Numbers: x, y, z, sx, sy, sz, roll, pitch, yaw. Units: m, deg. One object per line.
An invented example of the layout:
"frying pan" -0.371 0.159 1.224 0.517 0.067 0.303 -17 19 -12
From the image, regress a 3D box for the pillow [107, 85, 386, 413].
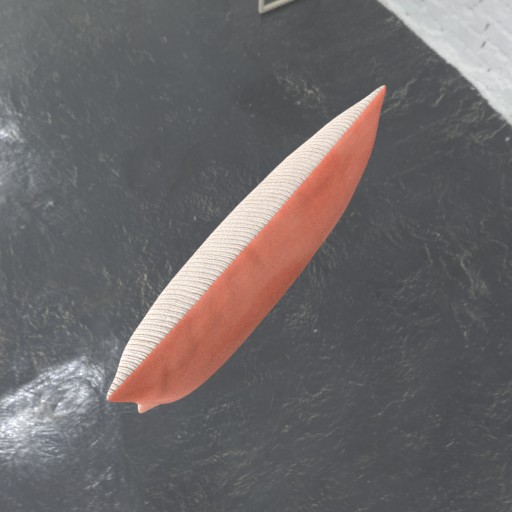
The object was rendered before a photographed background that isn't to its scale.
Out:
"pillow" 0.000 0.000 0.736 0.155 0.307 0.608 35 68 16
